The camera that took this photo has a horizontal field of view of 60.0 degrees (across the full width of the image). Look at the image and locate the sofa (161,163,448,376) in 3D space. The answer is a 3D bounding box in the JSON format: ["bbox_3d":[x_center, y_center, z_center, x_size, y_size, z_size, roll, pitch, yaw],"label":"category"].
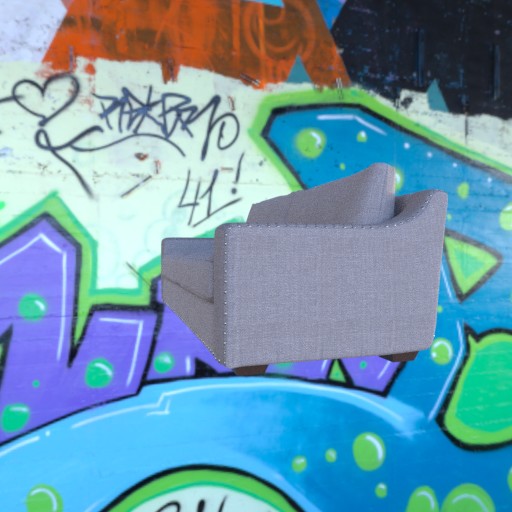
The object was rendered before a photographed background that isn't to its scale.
[{"bbox_3d":[0.000,0.000,2.755,1.000,0.857,2.208,0,1,-18],"label":"sofa"}]
